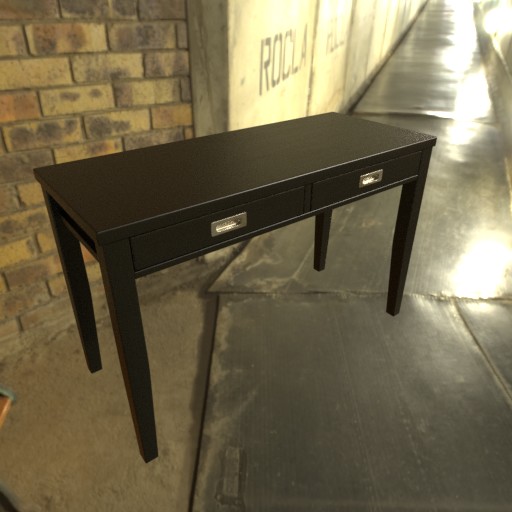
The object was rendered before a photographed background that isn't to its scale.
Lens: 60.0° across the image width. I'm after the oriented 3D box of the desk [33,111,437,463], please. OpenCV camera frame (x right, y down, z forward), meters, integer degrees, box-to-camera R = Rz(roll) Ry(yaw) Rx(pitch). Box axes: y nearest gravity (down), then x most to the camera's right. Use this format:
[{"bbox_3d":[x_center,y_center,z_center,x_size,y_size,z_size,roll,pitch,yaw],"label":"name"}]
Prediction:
[{"bbox_3d":[0.000,0.000,1.605,1.220,0.775,0.508,-21,36,-32],"label":"desk"}]
